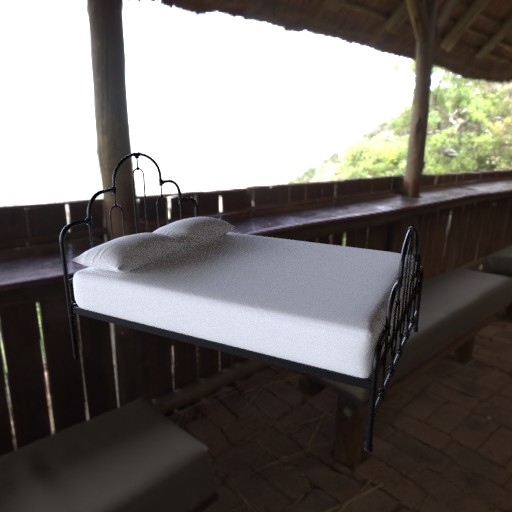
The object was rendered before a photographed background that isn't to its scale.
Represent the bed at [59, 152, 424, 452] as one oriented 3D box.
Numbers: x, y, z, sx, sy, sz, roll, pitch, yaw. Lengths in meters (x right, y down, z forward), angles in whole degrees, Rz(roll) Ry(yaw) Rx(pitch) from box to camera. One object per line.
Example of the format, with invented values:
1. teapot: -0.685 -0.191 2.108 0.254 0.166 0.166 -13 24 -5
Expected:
1. bed: 0.000 0.000 3.258 2.181 1.444 1.626 8 18 26
